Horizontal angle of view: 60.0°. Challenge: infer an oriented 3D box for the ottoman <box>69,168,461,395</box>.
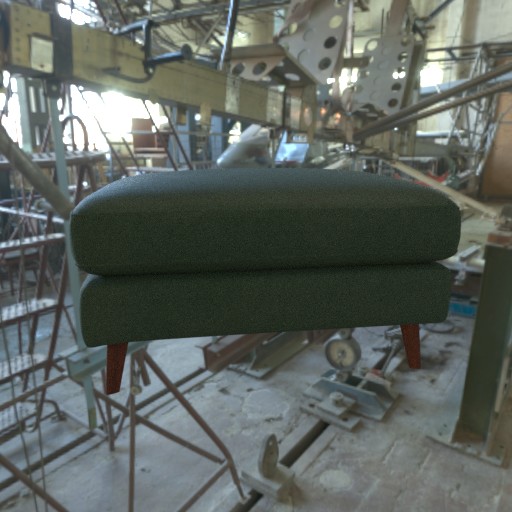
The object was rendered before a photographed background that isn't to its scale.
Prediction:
[{"bbox_3d":[0.000,0.000,1.167,0.811,0.449,0.608,-2,14,-9],"label":"ottoman"}]
